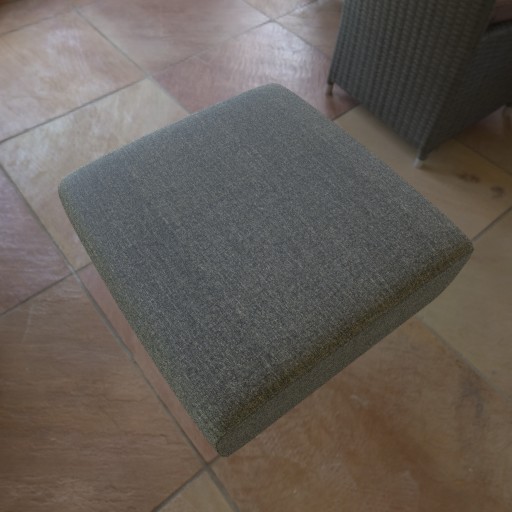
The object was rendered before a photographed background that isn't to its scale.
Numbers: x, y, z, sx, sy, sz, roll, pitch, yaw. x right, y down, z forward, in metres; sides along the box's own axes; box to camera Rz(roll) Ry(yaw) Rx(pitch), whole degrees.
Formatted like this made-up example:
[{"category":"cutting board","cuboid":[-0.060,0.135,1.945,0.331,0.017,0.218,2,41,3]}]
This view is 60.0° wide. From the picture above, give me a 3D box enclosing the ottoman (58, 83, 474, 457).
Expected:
[{"category":"ottoman","cuboid":[0.000,0.000,1.046,0.648,0.399,0.655,-31,62,-19]}]
